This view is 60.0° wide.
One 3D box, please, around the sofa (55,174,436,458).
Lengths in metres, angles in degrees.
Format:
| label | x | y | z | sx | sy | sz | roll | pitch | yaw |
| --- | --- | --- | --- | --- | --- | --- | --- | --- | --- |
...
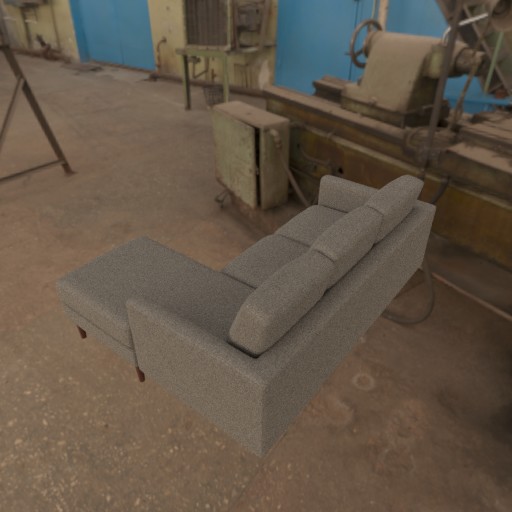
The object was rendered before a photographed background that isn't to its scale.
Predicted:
| label | x | y | z | sx | sy | sz | roll | pitch | yaw |
| --- | --- | --- | --- | --- | --- | --- | --- | --- | --- |
| sofa | 0.000 | 0.000 | 3.027 | 1.667 | 0.957 | 2.055 | 24 | 41 | 31 |
